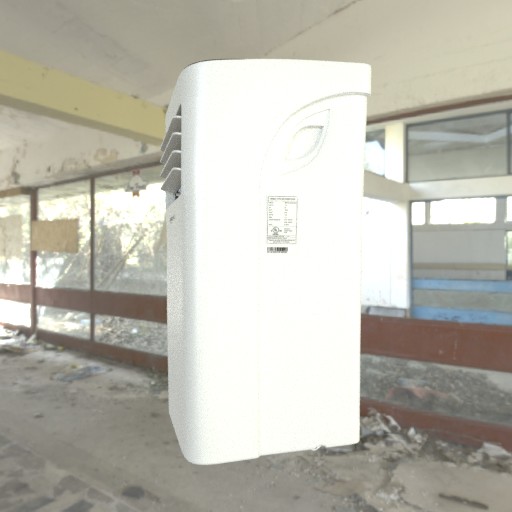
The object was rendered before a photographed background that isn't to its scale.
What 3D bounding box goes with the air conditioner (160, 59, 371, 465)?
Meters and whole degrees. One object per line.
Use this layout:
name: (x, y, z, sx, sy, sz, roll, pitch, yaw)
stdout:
air conditioner: (0.000, 0.000, 0.915, 0.369, 0.716, 0.352, 0, 0, -17)
